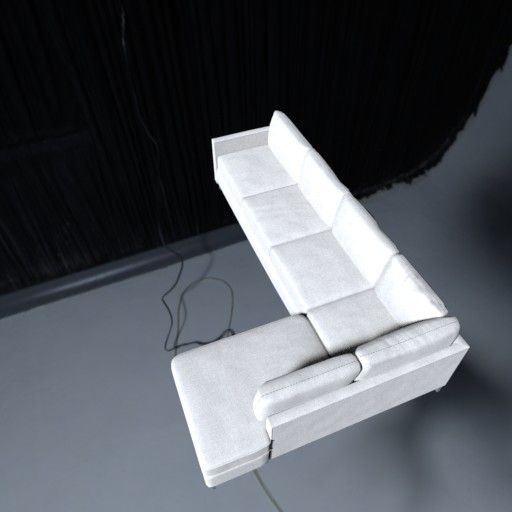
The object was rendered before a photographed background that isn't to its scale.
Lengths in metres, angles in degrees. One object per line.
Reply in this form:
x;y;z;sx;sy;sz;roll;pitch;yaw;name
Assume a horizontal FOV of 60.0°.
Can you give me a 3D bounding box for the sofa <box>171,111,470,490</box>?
0.000;0.000;4.177;2.077;0.964;3.331;-17;50;-15;sofa
